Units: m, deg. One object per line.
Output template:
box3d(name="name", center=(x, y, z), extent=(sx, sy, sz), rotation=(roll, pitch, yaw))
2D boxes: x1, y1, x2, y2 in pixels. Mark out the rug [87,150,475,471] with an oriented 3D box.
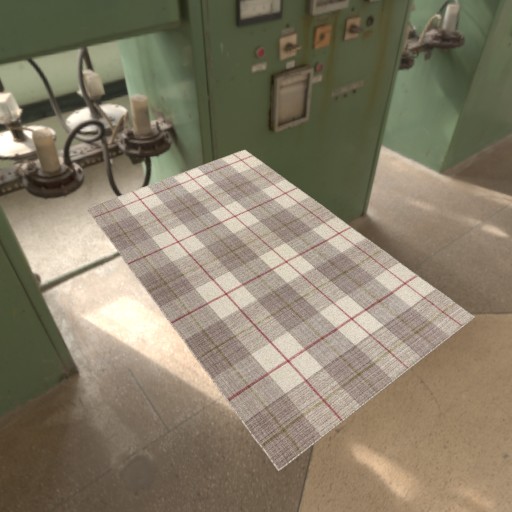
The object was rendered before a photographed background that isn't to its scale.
box3d(name="rug", center=(0.000, 0.000, 3.104), extent=(1.549, 0.010, 2.464), rotation=(-27, 50, -25))
